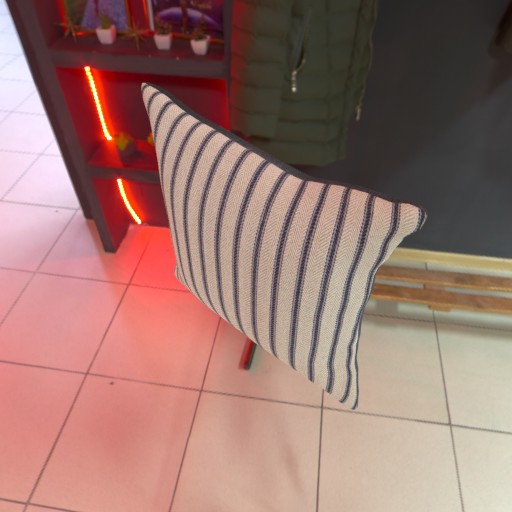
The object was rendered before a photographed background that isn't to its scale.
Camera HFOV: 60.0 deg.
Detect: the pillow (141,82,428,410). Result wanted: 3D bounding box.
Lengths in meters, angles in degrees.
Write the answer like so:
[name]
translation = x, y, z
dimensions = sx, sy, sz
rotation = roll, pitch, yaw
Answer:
[pillow]
translation = 0.000, 0.000, 0.716
dimensions = 0.468, 0.444, 0.138
rotation = 32, 54, 27
